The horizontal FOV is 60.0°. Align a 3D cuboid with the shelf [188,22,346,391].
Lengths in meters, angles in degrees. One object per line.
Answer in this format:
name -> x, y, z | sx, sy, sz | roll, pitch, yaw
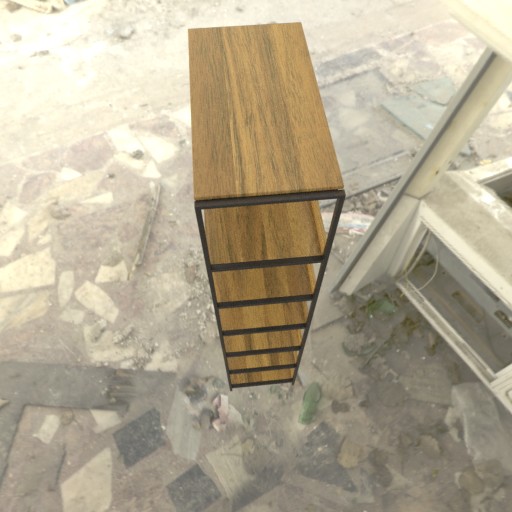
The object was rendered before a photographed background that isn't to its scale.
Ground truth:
shelf -> 0.000, 0.000, 2.314 | 0.431, 2.015, 0.847 | -5, 59, -3
